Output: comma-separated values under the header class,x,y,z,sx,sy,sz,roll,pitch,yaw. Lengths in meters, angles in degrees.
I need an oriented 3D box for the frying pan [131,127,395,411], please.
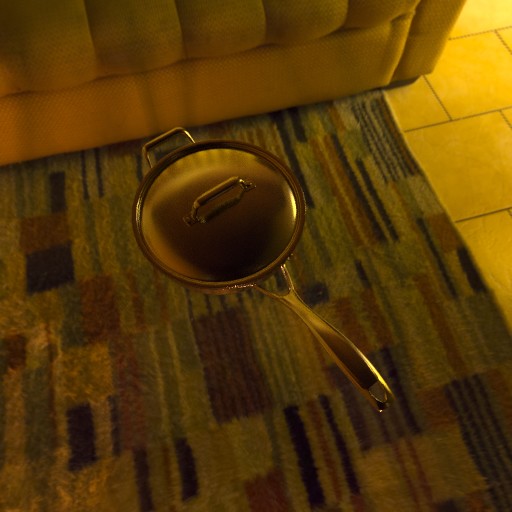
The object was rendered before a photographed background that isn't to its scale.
class,x,y,z,sx,sy,sz,roll,pitch,yaw
frying pan,0.000,0.000,0.683,0.280,0.114,0.561,-33,69,-15
